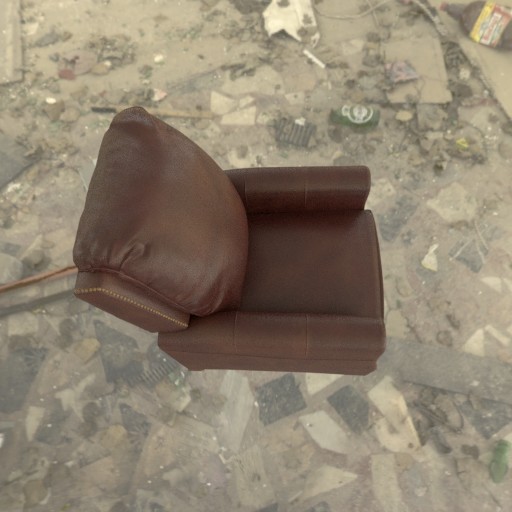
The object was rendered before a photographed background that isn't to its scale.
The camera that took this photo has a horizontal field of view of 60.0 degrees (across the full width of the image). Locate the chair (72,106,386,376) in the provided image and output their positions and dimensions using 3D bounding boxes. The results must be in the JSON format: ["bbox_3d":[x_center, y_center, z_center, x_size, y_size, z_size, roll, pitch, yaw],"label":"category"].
[{"bbox_3d":[0.000,0.000,1.821,1.089,1.022,0.826,3,62,1],"label":"chair"}]
